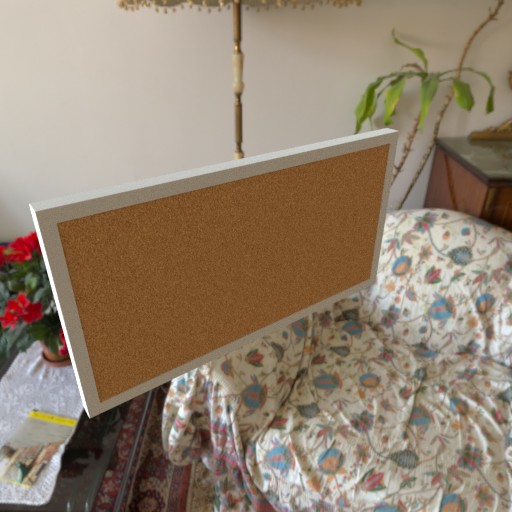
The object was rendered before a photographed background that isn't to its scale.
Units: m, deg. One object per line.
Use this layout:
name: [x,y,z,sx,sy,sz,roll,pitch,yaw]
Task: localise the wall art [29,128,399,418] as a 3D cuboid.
wall art: [0.000,0.000,0.964,0.812,0.431,0.038,-19,35,-31]
